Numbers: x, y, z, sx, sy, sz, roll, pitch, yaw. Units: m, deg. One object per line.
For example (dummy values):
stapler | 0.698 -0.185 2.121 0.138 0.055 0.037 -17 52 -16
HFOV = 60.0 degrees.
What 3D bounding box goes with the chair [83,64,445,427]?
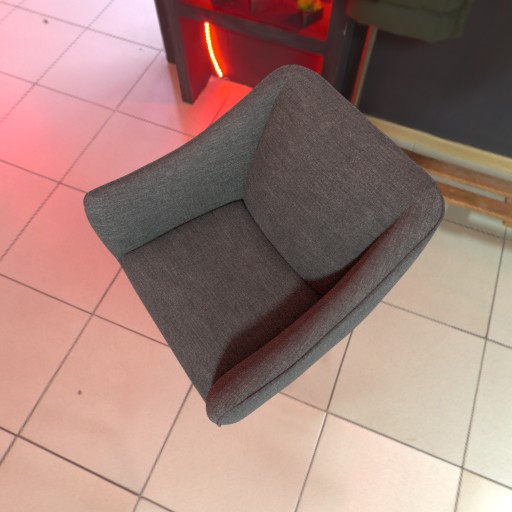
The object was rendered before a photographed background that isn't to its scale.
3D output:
chair | 0.000 0.000 1.569 0.851 0.829 0.870 -32 67 -15
